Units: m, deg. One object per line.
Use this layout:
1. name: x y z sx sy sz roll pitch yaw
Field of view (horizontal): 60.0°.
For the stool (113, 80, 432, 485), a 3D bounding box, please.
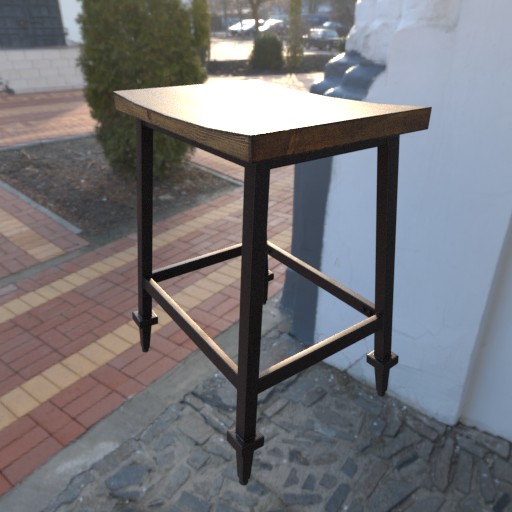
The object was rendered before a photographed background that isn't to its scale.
1. stool: 0.000 0.000 0.922 0.405 0.625 0.486 -18 33 -31
